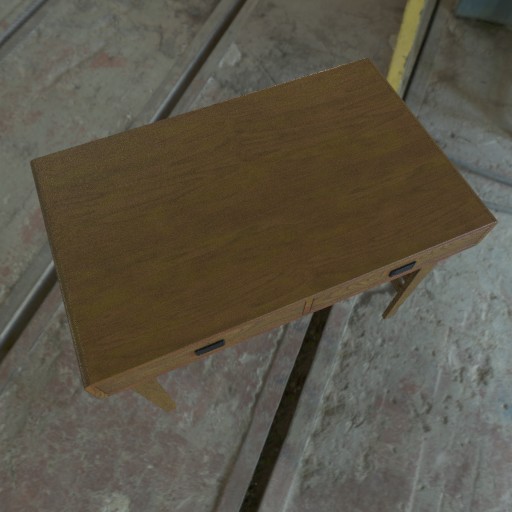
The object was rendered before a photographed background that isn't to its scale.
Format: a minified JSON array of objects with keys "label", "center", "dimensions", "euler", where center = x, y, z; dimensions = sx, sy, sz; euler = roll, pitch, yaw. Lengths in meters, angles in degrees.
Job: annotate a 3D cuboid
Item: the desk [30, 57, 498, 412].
[{"label":"desk","center":[0.000,0.000,1.495],"dimensions":[1.066,0.754,0.660],"euler":[-21,65,-10]}]
